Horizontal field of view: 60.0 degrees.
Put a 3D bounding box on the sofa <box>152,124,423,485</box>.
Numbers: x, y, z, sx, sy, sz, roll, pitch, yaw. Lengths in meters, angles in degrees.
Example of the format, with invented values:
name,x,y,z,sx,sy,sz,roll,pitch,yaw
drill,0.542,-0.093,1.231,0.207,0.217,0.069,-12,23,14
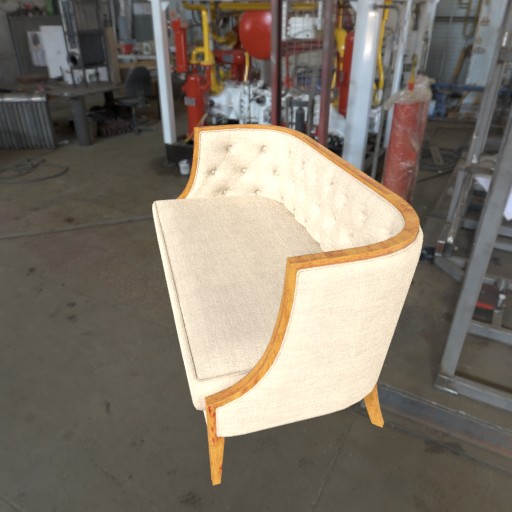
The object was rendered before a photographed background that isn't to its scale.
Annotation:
name,x,y,z,sx,sy,sz,roll,pitch,yaw
sofa,0.000,0.000,1.894,0.770,0.775,1.474,-8,31,-14
